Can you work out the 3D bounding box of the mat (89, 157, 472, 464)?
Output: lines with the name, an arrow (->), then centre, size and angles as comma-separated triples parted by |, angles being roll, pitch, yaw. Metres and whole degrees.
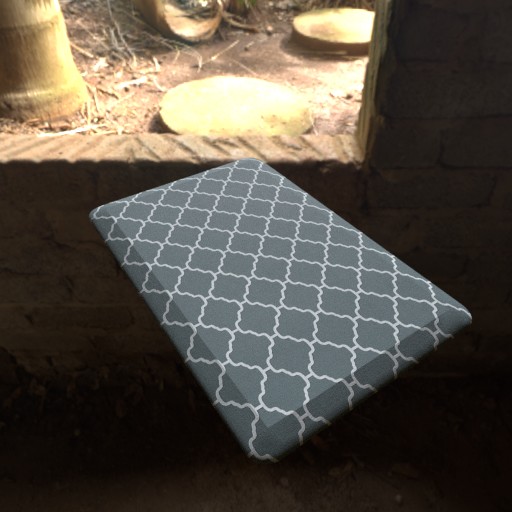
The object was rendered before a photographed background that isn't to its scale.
mat -> 0.000, 0.000, 0.962 | 0.508, 0.021, 0.762 | -24, 47, -25
